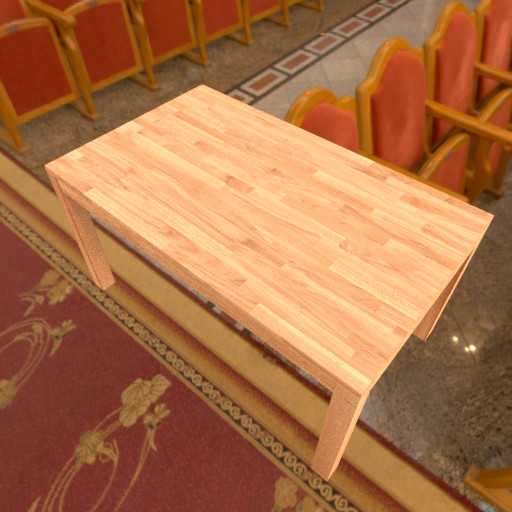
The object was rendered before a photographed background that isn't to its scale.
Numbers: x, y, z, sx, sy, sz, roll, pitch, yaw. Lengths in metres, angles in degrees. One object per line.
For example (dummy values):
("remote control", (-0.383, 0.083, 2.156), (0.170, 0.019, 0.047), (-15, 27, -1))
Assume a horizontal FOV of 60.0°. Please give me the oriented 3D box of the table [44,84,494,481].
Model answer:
("table", (0.000, 0.000, 1.988), (1.500, 0.770, 0.900), (33, 56, 26))
